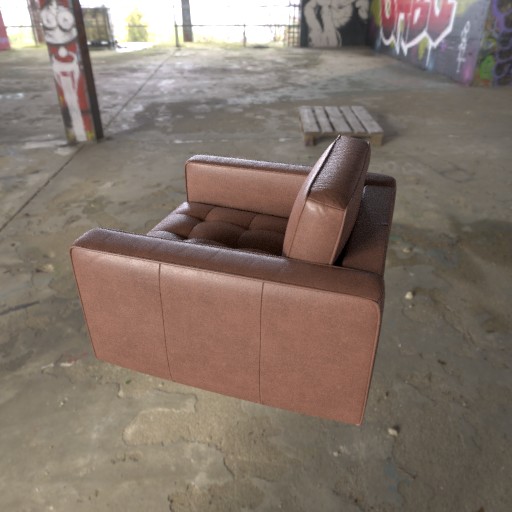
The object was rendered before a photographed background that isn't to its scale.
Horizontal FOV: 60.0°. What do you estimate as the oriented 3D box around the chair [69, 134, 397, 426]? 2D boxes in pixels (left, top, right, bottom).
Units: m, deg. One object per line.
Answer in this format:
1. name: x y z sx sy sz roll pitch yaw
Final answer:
1. chair: 0.000 0.000 1.586 0.900 0.770 0.920 9 32 15
